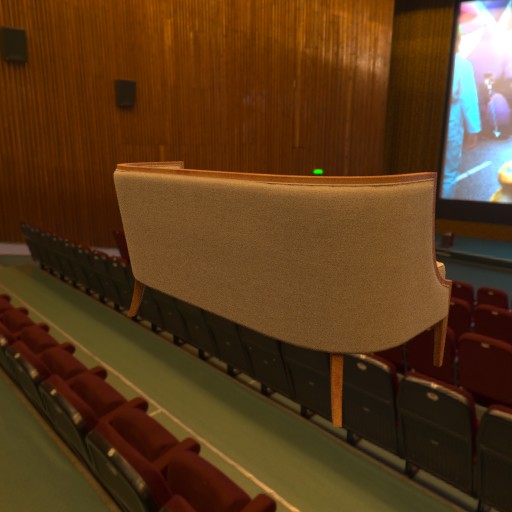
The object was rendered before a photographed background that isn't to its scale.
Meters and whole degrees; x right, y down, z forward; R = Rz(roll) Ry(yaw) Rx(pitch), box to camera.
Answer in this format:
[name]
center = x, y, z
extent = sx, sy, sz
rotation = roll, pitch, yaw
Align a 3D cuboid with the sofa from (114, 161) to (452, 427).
[sofa]
center = 0.000, 0.000, 1.958
extent = 0.770, 0.775, 1.474
rotation = -13, 19, -43
